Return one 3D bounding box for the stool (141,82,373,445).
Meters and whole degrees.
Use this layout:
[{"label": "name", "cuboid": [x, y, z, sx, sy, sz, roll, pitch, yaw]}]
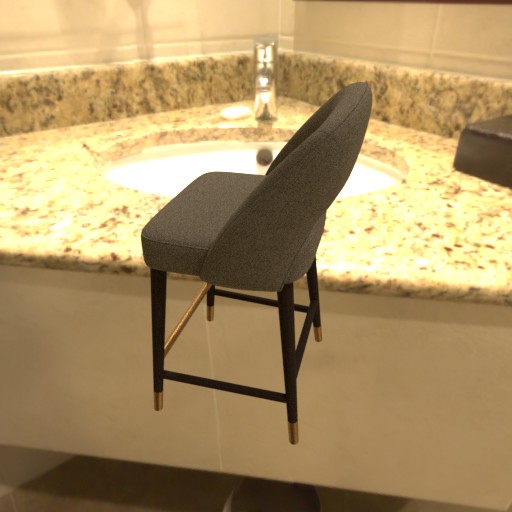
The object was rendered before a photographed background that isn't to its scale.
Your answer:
[{"label": "stool", "cuboid": [0.000, 0.000, 1.246, 0.524, 0.925, 0.536, 8, 32, 14]}]
